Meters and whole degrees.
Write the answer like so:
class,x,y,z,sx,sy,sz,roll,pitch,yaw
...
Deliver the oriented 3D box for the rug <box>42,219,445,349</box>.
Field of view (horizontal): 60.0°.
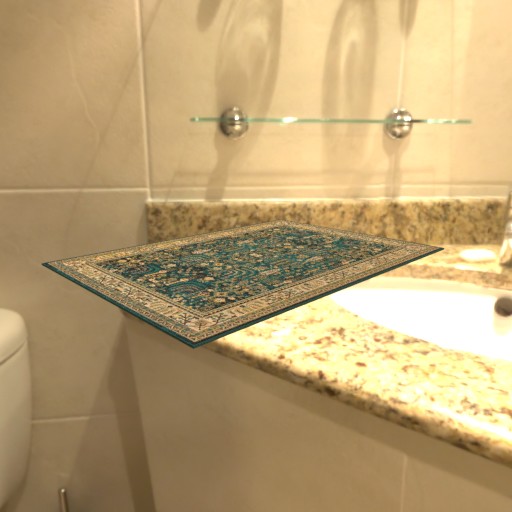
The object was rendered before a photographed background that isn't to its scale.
class,x,y,z,sx,sy,sz,roll,pitch,yaw
rug,0.000,0.000,2.980,2.213,0.013,1.594,-14,21,-42
